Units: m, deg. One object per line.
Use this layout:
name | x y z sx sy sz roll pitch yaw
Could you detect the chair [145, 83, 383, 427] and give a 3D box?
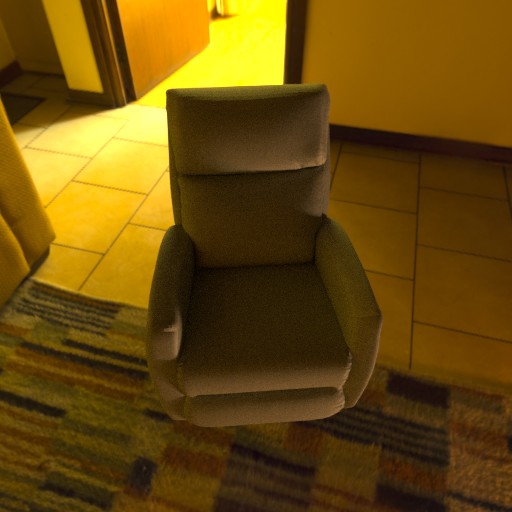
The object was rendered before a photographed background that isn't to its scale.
chair | 0.000 0.000 1.702 0.794 1.016 0.940 -3 46 -3
